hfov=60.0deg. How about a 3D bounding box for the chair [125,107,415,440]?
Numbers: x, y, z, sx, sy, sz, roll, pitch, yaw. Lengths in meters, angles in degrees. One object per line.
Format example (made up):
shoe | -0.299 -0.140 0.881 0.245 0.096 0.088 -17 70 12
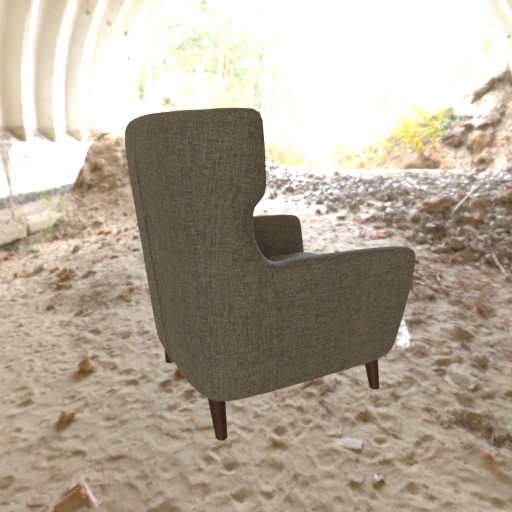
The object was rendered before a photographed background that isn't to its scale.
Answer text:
chair | 0.000 0.000 1.758 0.904 1.063 0.878 -8 17 -26
